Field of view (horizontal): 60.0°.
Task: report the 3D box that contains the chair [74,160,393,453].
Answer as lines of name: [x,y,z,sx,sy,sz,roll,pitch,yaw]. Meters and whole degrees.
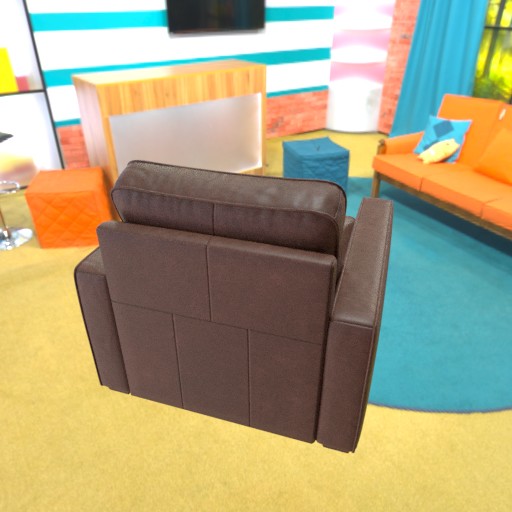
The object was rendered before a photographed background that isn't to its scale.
chair: [0.000,0.000,1.763,1.017,0.919,0.940,9,32,15]
